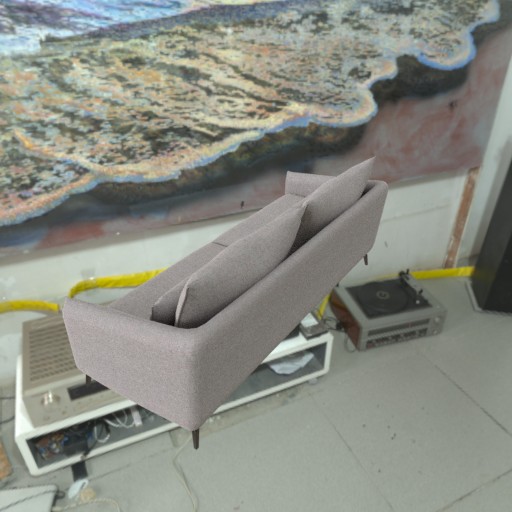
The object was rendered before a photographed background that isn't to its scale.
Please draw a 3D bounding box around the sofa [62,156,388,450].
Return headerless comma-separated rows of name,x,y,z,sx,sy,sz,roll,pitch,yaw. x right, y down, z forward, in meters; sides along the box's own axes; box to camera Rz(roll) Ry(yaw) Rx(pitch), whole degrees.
sofa,0.000,0.000,2.556,0.809,0.833,2.022,21,38,30
